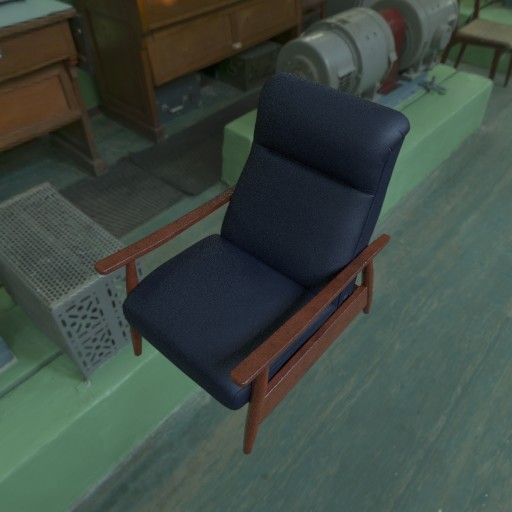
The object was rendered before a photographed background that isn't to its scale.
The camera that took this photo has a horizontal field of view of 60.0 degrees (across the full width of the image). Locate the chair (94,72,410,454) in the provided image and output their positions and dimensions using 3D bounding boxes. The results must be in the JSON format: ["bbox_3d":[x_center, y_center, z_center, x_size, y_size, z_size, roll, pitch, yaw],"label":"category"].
[{"bbox_3d":[0.000,0.000,1.828,0.762,1.082,1.014,32,53,27],"label":"chair"}]
